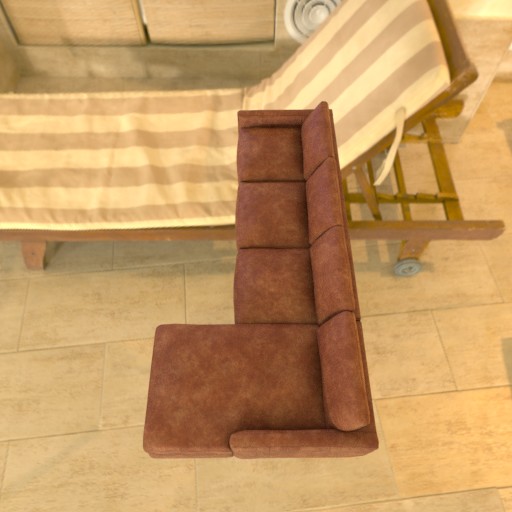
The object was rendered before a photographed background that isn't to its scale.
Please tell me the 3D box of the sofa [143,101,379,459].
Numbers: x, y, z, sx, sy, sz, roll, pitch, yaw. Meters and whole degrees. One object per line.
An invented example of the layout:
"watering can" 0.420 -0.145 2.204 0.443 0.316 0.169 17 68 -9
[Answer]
"sofa" 0.000 0.000 3.608 1.471 0.859 2.993 0 59 0
